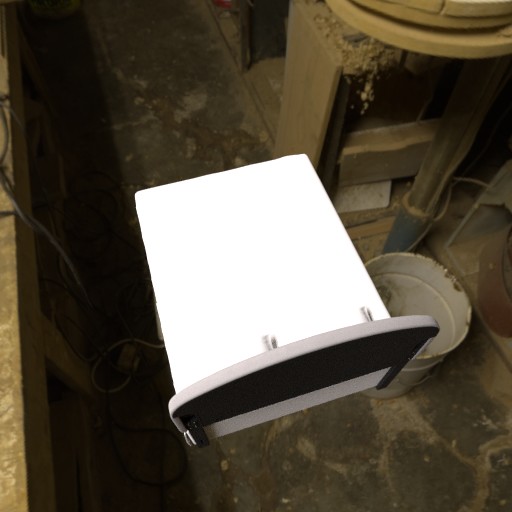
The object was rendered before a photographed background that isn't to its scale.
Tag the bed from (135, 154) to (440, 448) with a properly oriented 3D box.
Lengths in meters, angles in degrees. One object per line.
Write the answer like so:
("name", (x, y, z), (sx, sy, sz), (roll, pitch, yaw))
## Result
("bed", (0.000, 0.000, 3.149), (1.607, 1.410, 2.005), (-15, 59, -9))
